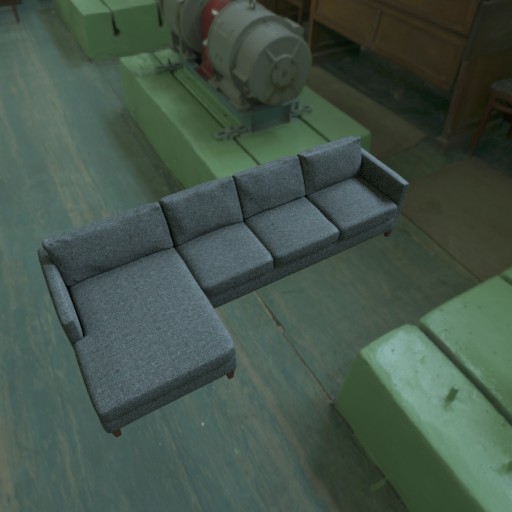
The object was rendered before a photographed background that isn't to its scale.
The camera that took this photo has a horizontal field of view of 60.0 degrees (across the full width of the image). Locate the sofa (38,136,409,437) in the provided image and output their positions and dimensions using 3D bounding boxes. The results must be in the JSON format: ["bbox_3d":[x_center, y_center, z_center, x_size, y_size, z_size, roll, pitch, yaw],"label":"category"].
[{"bbox_3d":[0.000,0.000,4.108,3.485,0.960,1.635,-23,50,-21],"label":"sofa"}]
